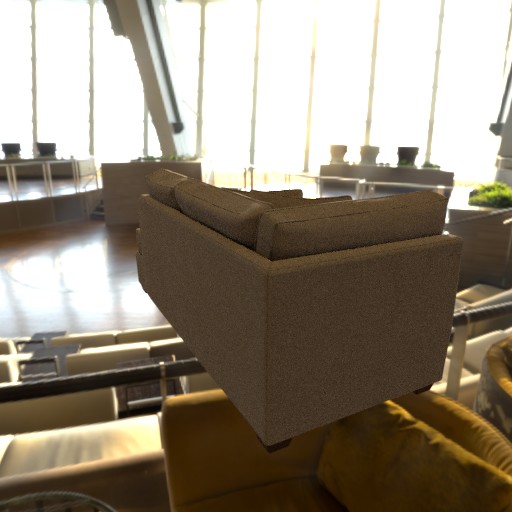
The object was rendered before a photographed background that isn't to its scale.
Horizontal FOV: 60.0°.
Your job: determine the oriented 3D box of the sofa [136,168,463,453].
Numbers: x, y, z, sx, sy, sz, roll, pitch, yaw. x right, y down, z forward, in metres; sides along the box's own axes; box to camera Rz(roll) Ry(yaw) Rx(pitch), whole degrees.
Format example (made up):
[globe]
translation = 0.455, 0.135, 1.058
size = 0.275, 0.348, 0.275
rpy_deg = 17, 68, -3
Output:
[sofa]
translation = 0.000, 0.000, 2.860
size = 1.110, 1.019, 2.238
rpy_deg = -9, 19, -26
